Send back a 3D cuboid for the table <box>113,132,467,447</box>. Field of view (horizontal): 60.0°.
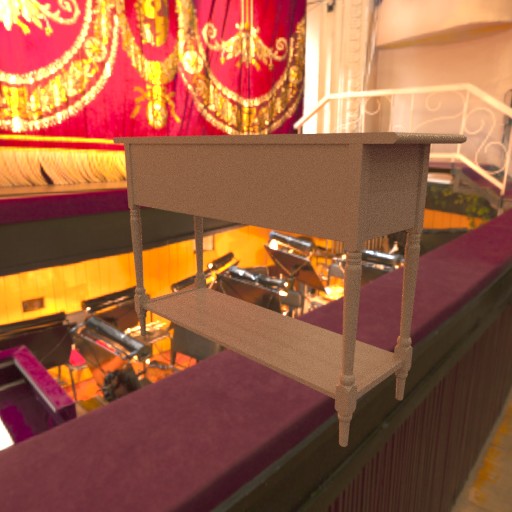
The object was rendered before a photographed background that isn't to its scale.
[{"bbox_3d":[0.000,0.000,1.550,1.197,0.808,0.384,14,20,43],"label":"table"}]
